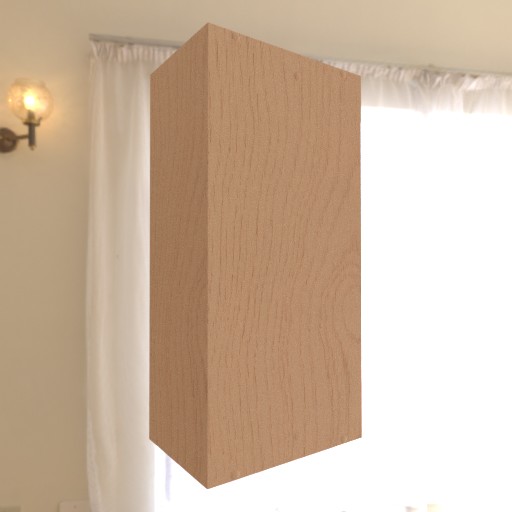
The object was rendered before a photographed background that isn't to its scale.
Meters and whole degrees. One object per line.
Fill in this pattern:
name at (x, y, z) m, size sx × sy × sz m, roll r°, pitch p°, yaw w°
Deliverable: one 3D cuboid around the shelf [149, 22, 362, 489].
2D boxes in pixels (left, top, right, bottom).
shelf at (0.000, 0.000, 0.732) m, size 0.290 × 0.600 × 0.200 m, roll 0°, pitch -1°, yaw -35°
